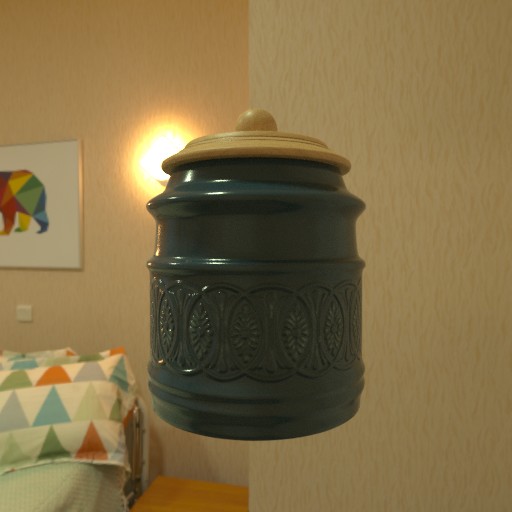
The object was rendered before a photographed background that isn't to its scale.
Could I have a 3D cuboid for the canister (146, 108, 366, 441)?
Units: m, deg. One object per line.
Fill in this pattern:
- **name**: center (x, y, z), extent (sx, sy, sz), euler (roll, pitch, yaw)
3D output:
- **canister**: center (0.000, 0.000, 0.270), extent (0.130, 0.176, 0.130), euler (0, 1, 0)
